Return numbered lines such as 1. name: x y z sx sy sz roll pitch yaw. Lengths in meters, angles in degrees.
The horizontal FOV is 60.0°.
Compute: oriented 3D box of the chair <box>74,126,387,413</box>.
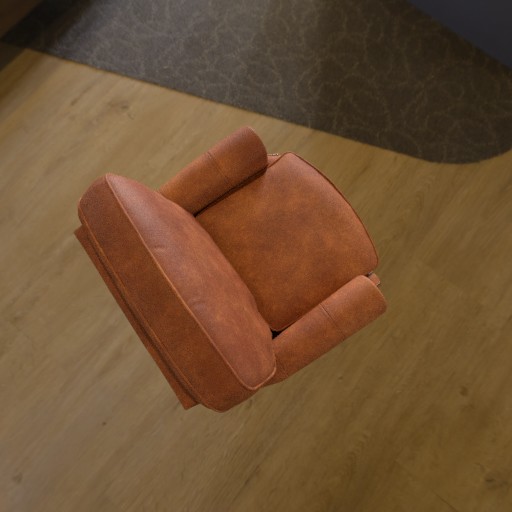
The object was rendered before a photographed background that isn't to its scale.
1. chair: 0.000 0.000 1.775 0.986 1.018 0.936 -34 78 -8
